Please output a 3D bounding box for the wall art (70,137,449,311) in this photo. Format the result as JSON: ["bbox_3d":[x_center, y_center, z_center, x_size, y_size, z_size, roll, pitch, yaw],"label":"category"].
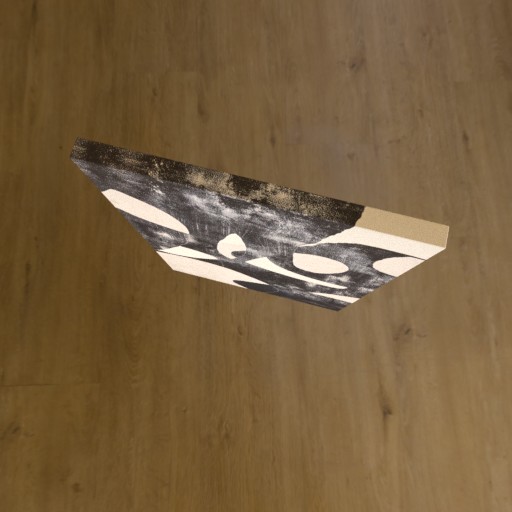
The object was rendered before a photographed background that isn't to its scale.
[{"bbox_3d":[0.000,0.000,1.145,0.610,0.915,0.041,14,77,3],"label":"wall art"}]
